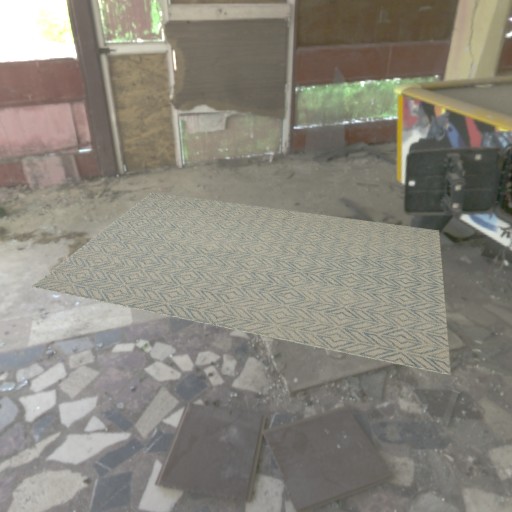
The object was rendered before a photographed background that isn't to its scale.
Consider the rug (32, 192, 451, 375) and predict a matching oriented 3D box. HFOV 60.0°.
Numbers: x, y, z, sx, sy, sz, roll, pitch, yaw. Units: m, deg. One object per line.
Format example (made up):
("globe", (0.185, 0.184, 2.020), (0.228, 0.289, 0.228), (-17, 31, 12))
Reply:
("rug", (0.000, 0.000, 3.062), (2.441, 0.008, 1.526), (9, 33, 15))
